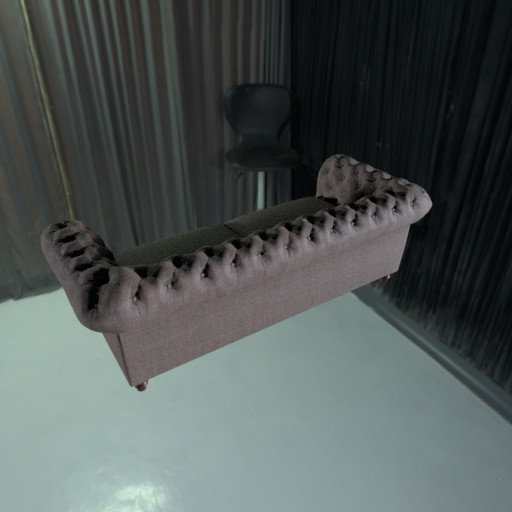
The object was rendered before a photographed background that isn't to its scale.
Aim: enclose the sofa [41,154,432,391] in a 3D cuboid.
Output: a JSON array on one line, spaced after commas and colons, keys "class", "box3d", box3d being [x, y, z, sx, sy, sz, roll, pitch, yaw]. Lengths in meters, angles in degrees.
[{"class": "sofa", "box3d": [0.000, 0.000, 2.913, 2.385, 0.787, 0.944, -19, 36, -28]}]
